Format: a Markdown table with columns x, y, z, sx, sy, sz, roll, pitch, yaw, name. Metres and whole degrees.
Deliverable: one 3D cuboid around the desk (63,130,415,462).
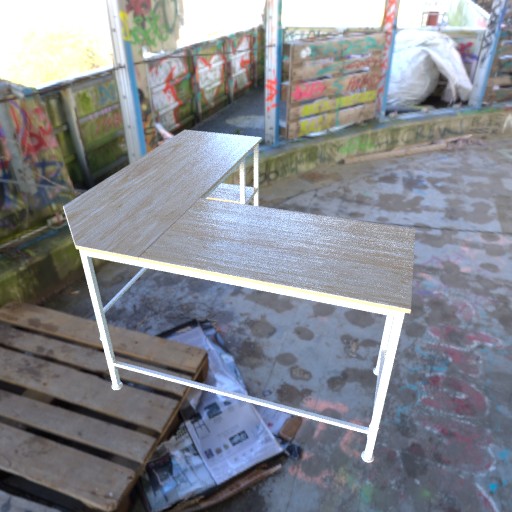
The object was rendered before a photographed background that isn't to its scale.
| x | y | z | sx | sy | sz | roll | pitch | yaw | name |
| --- | --- | --- | --- | --- | --- | --- | --- | --- | --- |
| 0.000 | 0.000 | 2.188 | 1.379 | 0.739 | 1.379 | 10 | 34 | 15 | desk |
